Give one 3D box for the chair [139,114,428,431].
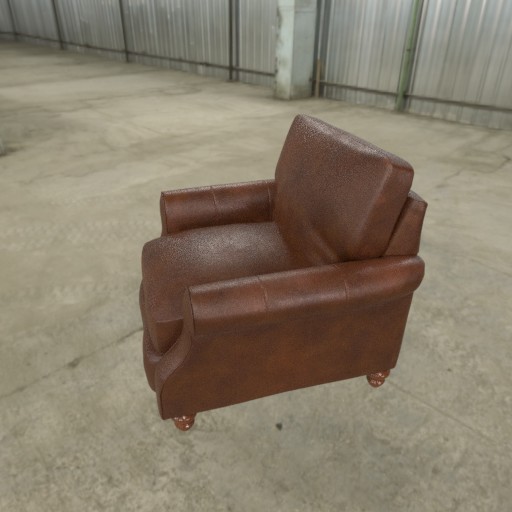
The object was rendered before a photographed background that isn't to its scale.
[{"bbox_3d":[0.000,0.000,1.816,0.992,0.972,0.989,-8,31,-14],"label":"chair"}]
